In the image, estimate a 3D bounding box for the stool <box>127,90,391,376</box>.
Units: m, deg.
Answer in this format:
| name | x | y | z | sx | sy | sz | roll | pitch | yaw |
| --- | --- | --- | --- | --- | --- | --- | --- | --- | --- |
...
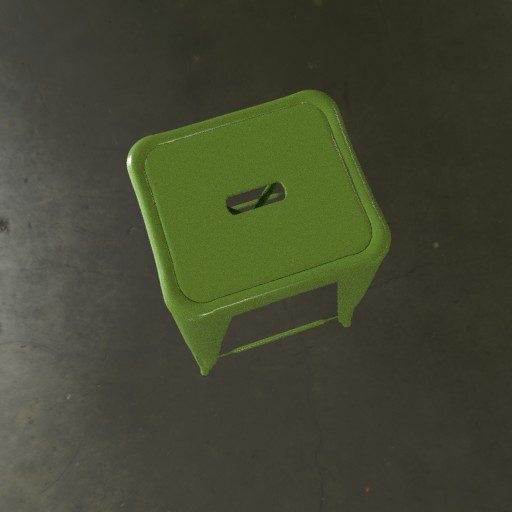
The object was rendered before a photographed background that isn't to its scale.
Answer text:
| name | x | y | z | sx | sy | sz | roll | pitch | yaw |
| --- | --- | --- | --- | --- | --- | --- | --- | --- | --- |
| stool | 0.000 | 0.000 | 0.853 | 0.398 | 0.609 | 0.358 | -18 | 76 | -4 |
